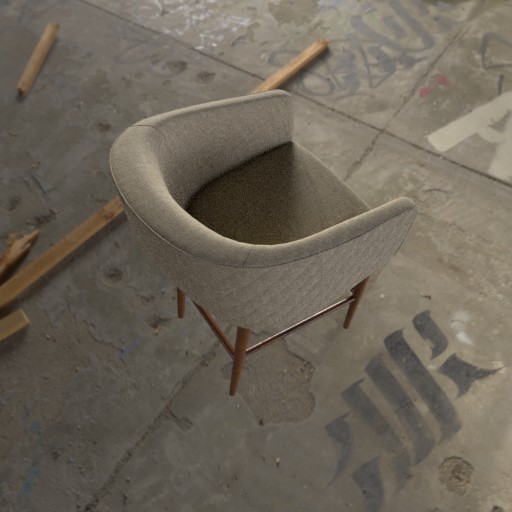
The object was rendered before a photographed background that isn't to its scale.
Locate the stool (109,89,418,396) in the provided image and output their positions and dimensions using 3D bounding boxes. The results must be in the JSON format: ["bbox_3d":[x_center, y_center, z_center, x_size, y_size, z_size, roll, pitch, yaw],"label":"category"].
[{"bbox_3d":[0.000,0.000,1.368,0.635,0.952,0.559,-31,62,-18],"label":"stool"}]
